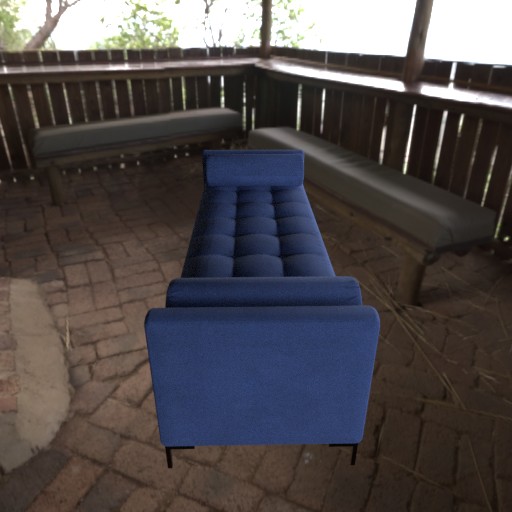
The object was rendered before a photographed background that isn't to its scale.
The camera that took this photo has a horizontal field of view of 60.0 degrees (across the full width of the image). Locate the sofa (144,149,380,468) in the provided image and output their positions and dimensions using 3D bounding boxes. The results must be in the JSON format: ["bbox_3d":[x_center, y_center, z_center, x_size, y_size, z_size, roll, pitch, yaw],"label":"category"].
[{"bbox_3d":[0.000,0.000,2.272,0.686,0.635,1.981,-1,27,-1],"label":"sofa"}]
